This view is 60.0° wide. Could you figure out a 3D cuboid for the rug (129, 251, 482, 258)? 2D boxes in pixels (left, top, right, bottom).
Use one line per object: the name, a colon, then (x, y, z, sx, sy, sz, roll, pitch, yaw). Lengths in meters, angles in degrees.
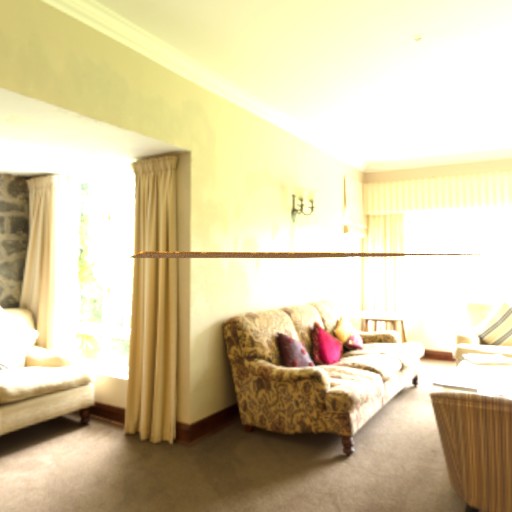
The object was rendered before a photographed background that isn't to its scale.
rug: (0.000, 0.000, 2.820, 1.524, 0.013, 2.135, 0, -1, -17)
